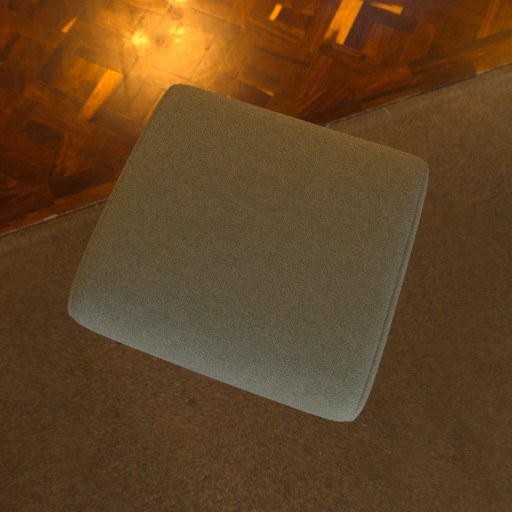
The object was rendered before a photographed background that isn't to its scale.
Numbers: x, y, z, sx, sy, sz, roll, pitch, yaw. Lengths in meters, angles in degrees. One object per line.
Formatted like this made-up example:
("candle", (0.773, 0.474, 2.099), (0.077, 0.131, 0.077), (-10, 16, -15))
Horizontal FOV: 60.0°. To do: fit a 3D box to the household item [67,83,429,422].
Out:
("household item", (0.000, 0.000, 0.913), (0.530, 0.410, 0.530), (19, 75, 5))
